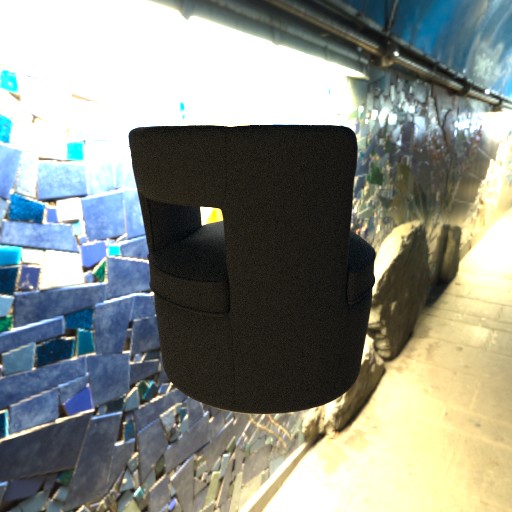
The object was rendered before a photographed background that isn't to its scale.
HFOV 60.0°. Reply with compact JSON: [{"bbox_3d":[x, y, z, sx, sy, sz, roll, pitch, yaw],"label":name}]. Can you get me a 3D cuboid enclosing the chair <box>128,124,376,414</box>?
[{"bbox_3d":[0.000,0.000,1.293,0.660,0.719,0.689,-13,20,-41],"label":"chair"}]
